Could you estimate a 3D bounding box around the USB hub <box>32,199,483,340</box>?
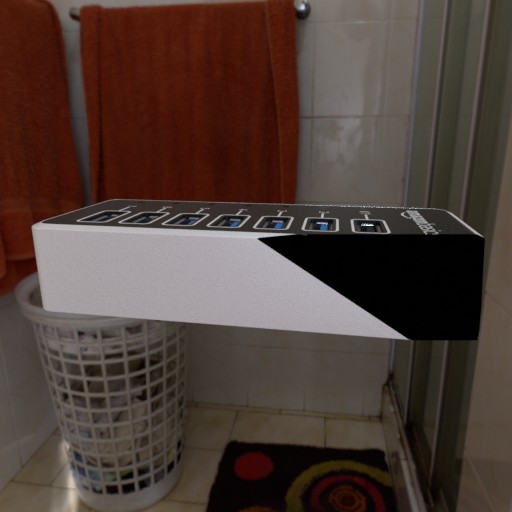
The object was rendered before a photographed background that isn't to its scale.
[{"bbox_3d":[0.000,0.000,0.125,0.110,0.023,0.044,3,16,10],"label":"USB hub"}]
